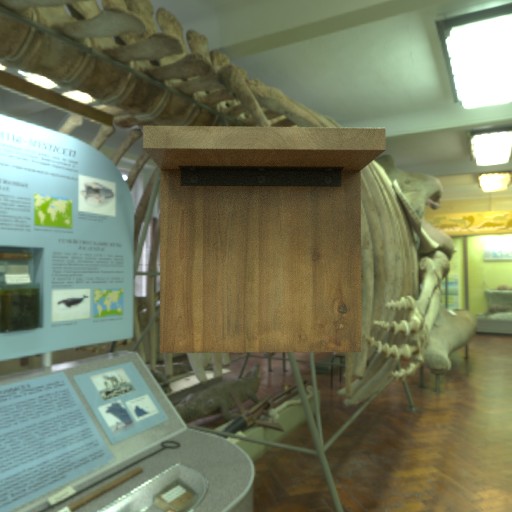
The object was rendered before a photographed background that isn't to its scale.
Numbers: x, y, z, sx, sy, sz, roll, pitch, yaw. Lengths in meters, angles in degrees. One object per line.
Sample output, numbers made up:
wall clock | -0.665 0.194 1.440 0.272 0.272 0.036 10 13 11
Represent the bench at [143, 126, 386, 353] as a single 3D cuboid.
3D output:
bench | 0.000 0.000 1.421 0.458 0.458 1.183 0 -1 -2
